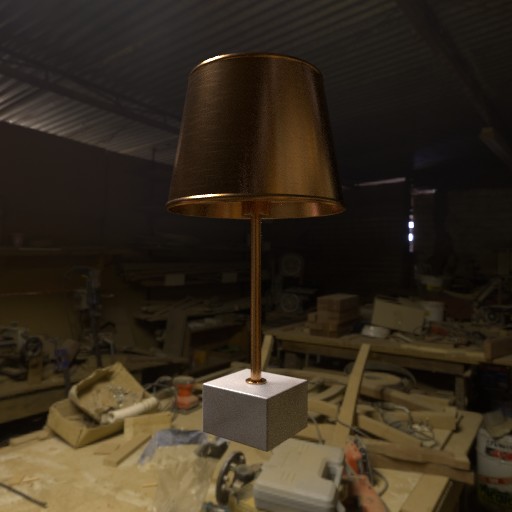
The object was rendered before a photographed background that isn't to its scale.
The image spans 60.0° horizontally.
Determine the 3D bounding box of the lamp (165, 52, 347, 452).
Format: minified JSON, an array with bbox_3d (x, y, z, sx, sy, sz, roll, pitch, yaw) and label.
[{"bbox_3d":[0.000,0.000,0.518,0.208,0.406,0.208,0,0,0],"label":"lamp"}]
